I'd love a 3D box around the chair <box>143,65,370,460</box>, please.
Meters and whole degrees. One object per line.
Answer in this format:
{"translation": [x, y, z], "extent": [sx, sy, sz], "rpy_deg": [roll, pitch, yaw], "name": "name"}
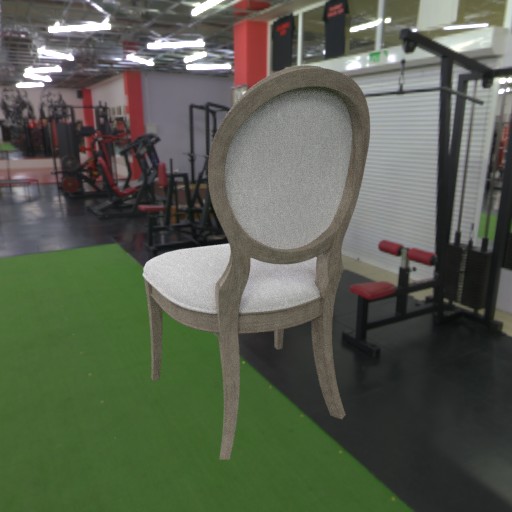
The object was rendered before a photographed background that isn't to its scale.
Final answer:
{"translation": [0.000, 0.000, 1.320], "extent": [0.558, 0.990, 0.602], "rpy_deg": [-8, 17, -26], "name": "chair"}
